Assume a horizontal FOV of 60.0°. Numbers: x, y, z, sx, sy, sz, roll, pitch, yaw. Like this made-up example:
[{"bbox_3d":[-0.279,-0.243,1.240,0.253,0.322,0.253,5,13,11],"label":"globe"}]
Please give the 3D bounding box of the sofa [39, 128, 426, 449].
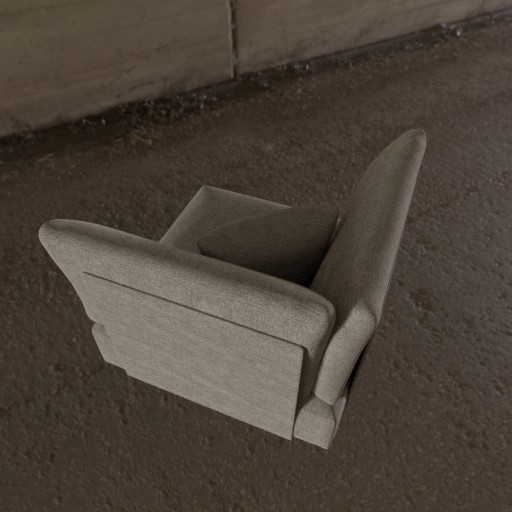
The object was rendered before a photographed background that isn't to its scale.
[{"bbox_3d":[0.000,0.000,1.746,1.000,0.820,1.000,16,49,15],"label":"sofa"}]
